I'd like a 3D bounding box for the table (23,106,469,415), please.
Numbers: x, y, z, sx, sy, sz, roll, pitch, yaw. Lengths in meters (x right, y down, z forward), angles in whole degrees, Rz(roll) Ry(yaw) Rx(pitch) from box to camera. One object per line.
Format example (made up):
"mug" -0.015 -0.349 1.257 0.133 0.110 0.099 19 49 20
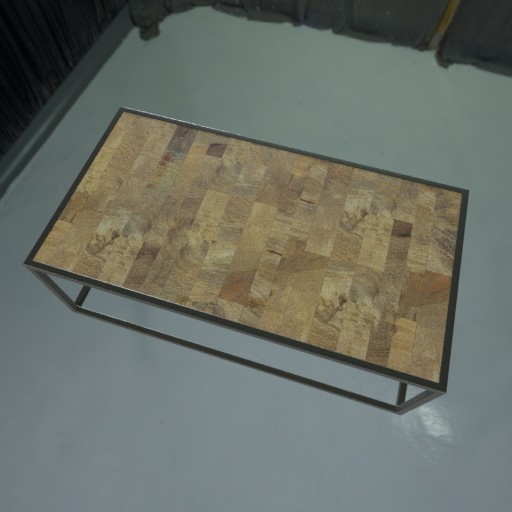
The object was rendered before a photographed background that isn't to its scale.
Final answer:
"table" 0.000 0.000 1.505 1.199 0.398 0.649 16 64 8
